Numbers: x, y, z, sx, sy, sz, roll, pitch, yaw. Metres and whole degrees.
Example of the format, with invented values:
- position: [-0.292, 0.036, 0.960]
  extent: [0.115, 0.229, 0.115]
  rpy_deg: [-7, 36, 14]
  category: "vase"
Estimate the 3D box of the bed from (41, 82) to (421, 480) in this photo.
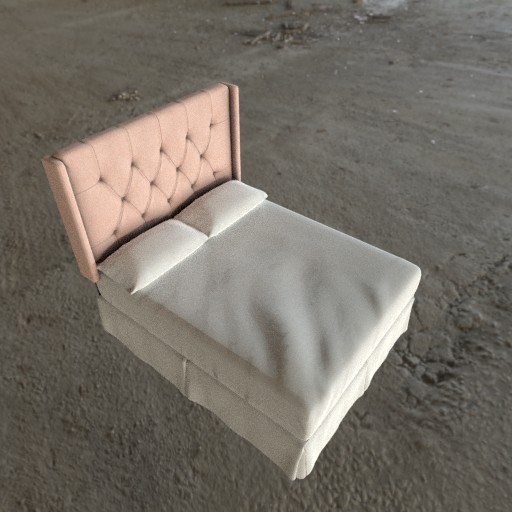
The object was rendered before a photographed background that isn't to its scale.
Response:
- position: [0.000, 0.000, 3.267]
  extent: [2.066, 1.665, 1.719]
  rpy_deg: [27, 48, 28]
  category: "bed"
